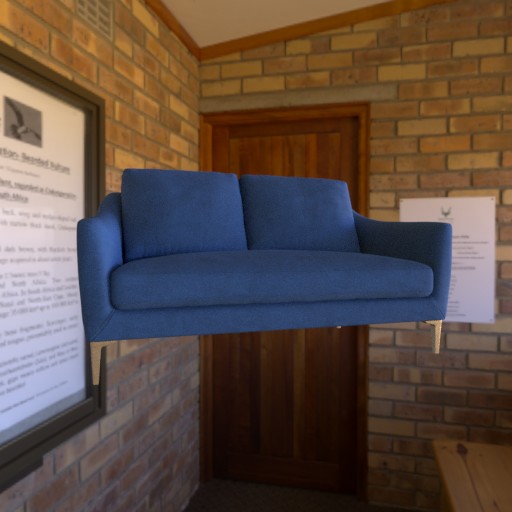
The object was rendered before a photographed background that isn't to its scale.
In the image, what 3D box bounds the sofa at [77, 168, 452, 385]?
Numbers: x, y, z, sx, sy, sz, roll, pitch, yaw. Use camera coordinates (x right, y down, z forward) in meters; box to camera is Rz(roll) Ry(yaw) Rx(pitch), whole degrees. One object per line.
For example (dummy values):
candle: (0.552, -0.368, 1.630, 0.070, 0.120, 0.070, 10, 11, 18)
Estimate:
sofa: (0.000, 0.000, 2.230, 1.619, 0.902, 0.960, 0, 1, -18)
